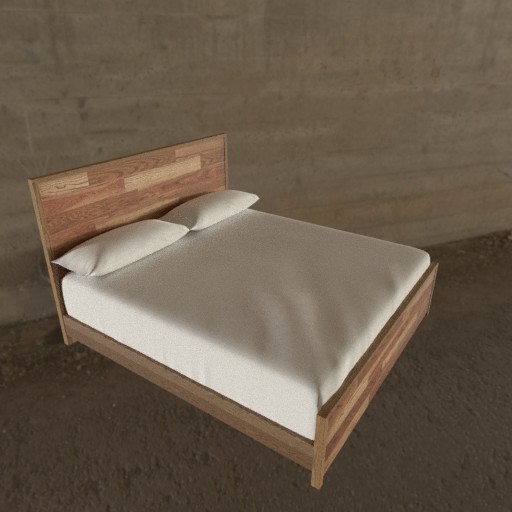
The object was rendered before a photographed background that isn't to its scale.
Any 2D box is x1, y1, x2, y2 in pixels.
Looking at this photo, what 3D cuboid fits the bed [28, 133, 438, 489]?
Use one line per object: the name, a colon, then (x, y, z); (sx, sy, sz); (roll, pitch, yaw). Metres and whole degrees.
bed: (0.000, 0.000, 3.316); (2.184, 1.295, 2.013); (17, 30, 31)
